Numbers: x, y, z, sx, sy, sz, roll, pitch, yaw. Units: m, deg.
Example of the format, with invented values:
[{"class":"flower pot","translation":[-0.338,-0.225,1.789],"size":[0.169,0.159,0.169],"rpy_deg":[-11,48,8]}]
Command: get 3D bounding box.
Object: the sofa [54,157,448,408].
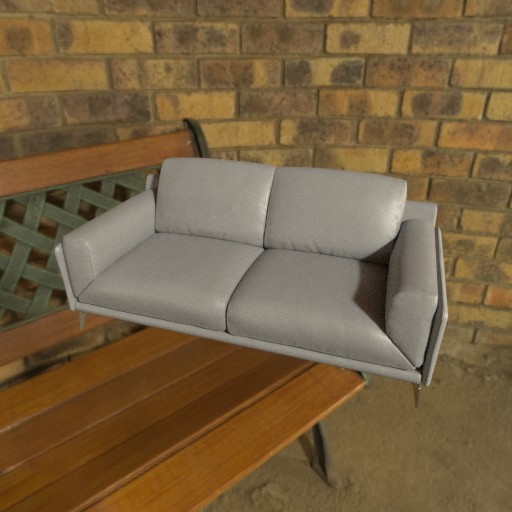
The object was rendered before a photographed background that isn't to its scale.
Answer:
[{"class":"sofa","translation":[0.000,0.000,2.690],"size":[2.101,0.930,1.049],"rpy_deg":[9,28,17]}]
